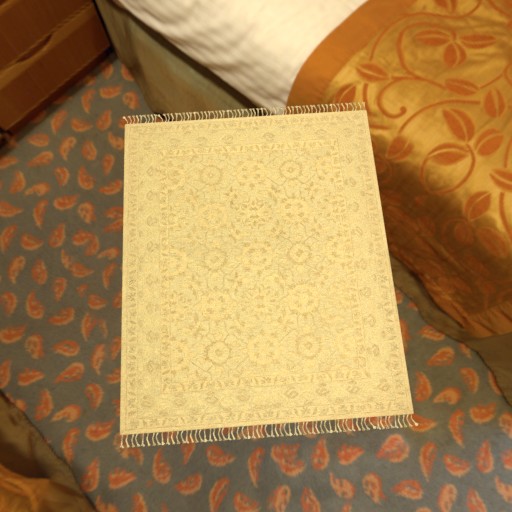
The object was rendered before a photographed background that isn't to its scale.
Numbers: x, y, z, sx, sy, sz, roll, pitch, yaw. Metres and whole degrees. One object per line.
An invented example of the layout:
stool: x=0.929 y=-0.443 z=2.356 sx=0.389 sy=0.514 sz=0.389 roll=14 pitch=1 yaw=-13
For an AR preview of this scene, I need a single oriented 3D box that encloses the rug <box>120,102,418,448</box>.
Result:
rug: x=0.000 y=0.000 z=3.979 sx=2.444 sy=0.013 sz=3.043 roll=-4 pitch=74 yaw=-1
